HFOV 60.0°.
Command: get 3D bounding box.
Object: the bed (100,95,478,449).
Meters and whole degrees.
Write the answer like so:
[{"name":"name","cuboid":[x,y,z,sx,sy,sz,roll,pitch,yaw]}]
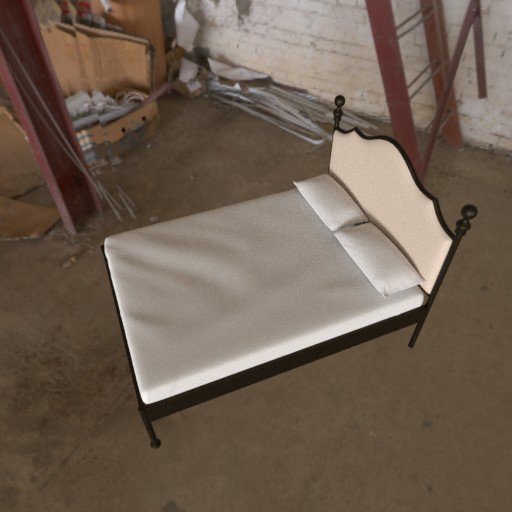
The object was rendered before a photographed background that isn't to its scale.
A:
[{"name":"bed","cuboid":[0.000,0.000,3.373,2.224,1.499,1.642,-16,47,-15]}]
